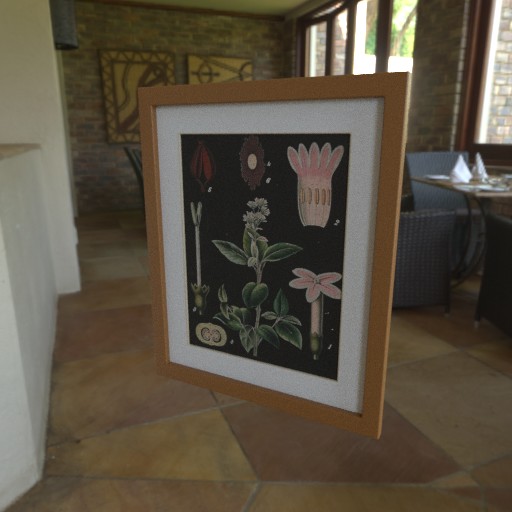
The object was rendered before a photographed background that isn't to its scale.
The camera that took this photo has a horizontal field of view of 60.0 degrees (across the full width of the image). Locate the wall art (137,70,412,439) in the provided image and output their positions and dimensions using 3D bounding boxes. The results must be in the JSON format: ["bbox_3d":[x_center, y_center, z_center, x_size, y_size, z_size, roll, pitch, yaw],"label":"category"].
[{"bbox_3d":[0.000,0.000,0.744,0.449,0.550,0.021,8,17,26],"label":"wall art"}]
